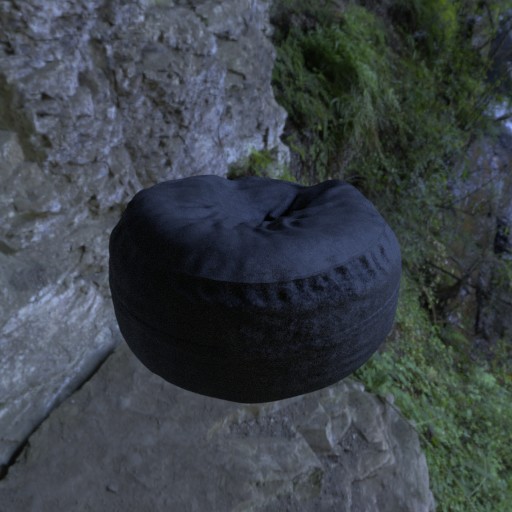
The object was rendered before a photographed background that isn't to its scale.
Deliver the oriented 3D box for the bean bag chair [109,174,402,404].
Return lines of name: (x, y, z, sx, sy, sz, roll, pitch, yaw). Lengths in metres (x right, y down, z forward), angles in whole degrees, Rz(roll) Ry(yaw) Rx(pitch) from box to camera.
bean bag chair: (0.000, 0.000, 2.395, 1.525, 0.751, 1.525, 0, 32, 0)
